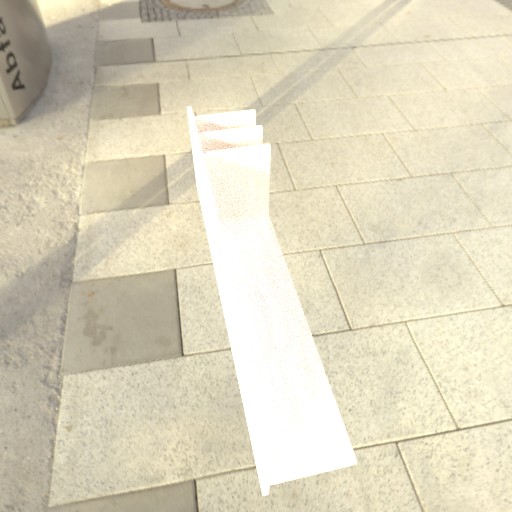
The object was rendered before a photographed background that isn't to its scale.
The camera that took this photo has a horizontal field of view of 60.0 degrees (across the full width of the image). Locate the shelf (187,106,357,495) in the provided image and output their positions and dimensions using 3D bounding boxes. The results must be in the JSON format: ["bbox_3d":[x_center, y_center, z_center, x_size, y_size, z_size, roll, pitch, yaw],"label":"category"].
[{"bbox_3d":[0.000,0.000,1.136,0.200,0.300,1.020,-9,48,-8],"label":"shelf"}]
